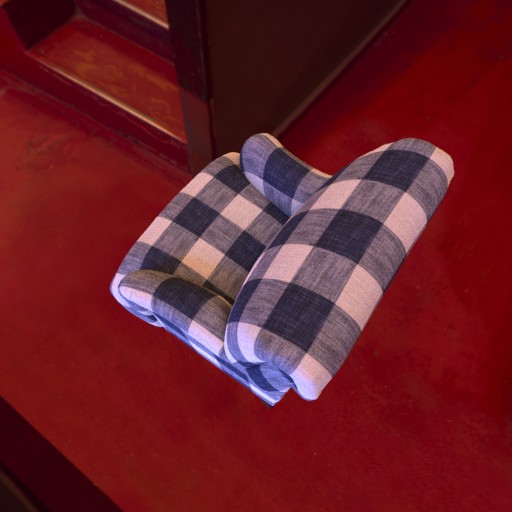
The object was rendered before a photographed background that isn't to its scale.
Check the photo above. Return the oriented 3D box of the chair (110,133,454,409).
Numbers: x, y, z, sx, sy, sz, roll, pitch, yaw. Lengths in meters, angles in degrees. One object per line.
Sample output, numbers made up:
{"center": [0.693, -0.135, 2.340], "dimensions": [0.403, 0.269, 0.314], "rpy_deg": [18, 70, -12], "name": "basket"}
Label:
{"center": [0.000, 0.000, 1.553], "dimensions": [0.848, 0.953, 0.781], "rpy_deg": [32, 68, 14], "name": "chair"}
